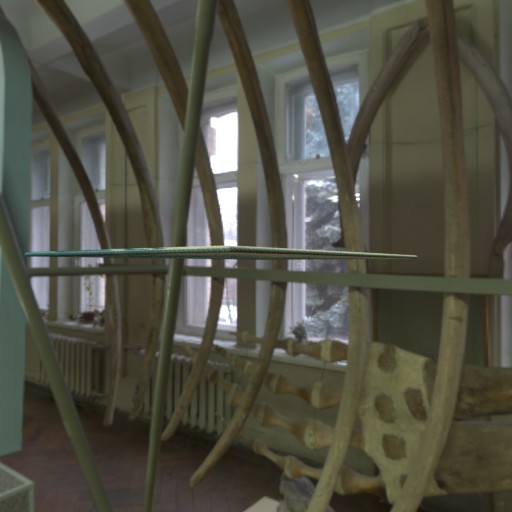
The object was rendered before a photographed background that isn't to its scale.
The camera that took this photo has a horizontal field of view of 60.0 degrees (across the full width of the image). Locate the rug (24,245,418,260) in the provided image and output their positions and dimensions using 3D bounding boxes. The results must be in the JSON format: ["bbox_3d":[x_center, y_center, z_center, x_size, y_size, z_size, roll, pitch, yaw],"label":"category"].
[{"bbox_3d":[0.000,0.000,3.074,1.540,0.027,2.450,-1,-1,36],"label":"rug"}]
